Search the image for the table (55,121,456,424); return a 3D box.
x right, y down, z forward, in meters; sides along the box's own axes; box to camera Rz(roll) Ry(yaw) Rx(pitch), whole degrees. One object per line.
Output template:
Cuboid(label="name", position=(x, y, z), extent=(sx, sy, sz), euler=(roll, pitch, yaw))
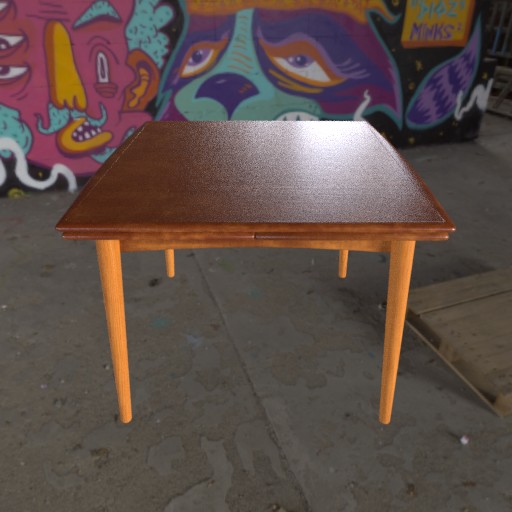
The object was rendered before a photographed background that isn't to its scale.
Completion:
Cuboid(label="table", position=(0.000, 0.000, 1.652), extent=(0.991, 0.754, 0.991), euler=(0, 31, 0))
